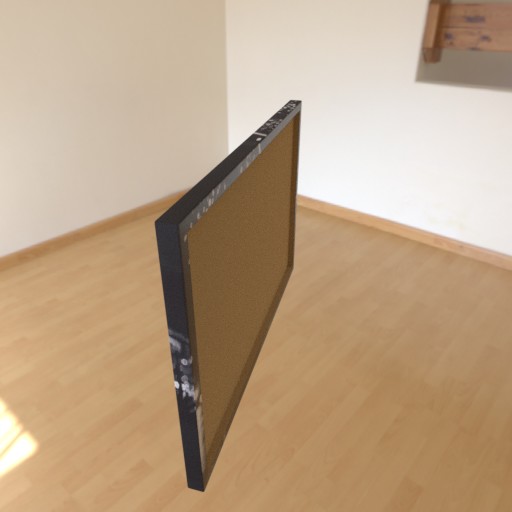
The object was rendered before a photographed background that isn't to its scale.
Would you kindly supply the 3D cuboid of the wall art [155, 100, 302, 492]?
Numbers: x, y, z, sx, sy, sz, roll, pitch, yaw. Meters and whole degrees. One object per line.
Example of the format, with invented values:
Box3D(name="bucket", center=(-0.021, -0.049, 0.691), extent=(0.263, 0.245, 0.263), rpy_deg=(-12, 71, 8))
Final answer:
Box3D(name="wall art", center=(0.000, 0.000, 1.143), extent=(0.038, 0.609, 0.914), rpy_deg=(8, 31, 14))
